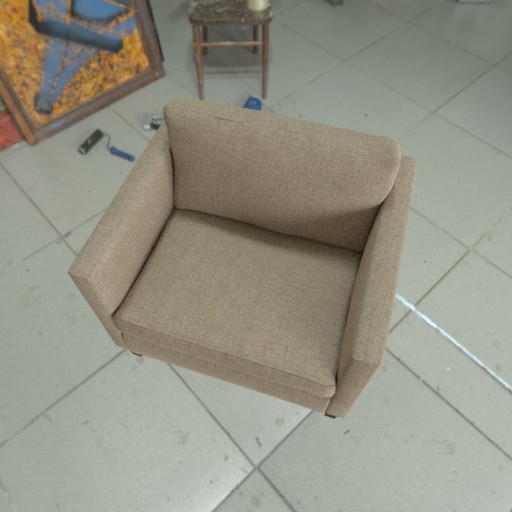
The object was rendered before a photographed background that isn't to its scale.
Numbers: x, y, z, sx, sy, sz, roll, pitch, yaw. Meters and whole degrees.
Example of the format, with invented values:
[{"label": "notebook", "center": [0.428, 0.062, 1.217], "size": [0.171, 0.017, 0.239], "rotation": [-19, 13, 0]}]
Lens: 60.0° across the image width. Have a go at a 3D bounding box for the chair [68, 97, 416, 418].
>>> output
[{"label": "chair", "center": [0.000, 0.000, 1.888], "size": [1.107, 0.987, 0.959], "rotation": [15, 58, 10]}]
